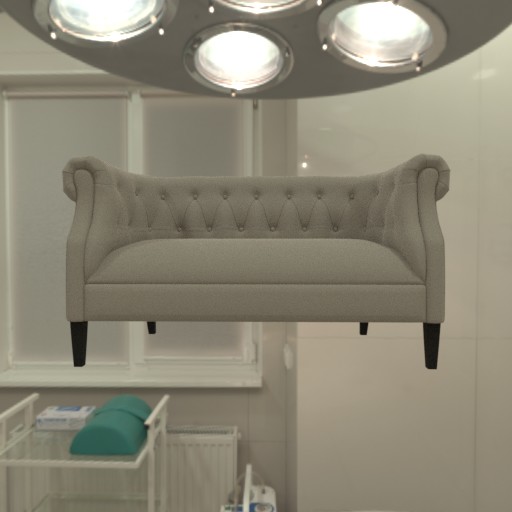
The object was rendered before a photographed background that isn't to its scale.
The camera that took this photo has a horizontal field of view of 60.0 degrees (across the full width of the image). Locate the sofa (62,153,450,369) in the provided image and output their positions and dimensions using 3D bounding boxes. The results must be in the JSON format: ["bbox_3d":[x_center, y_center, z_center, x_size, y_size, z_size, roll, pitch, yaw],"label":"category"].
[{"bbox_3d":[0.000,0.000,2.043,1.558,0.827,0.835,0,2,1],"label":"sofa"}]
